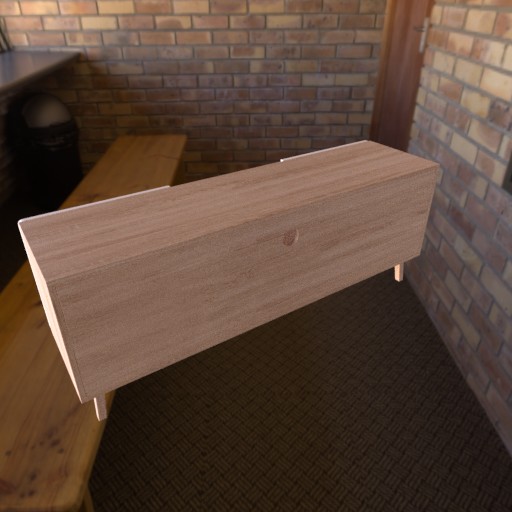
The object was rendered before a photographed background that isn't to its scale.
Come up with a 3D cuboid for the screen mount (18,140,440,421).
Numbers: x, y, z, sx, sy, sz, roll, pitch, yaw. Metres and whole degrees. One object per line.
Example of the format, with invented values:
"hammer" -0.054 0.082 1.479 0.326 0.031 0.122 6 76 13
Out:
"screen mount" 0.000 0.000 1.720 1.500 0.570 0.420 -19 36 -28
